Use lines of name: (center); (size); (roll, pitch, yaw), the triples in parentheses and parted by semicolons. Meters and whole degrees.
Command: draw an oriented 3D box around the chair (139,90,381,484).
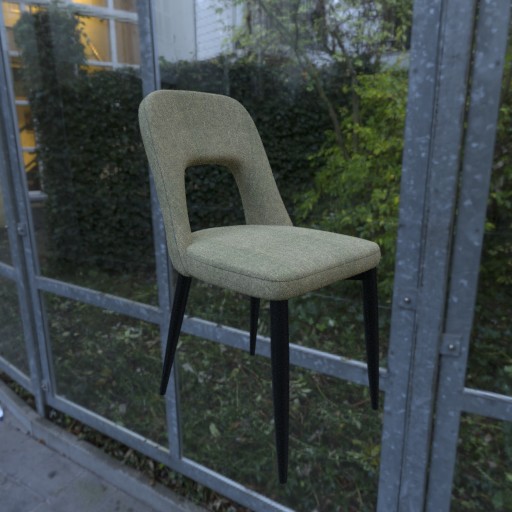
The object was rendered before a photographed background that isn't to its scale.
chair: (0.000, 0.000, 1.274); (0.470, 0.931, 0.612); (-14, 20, -43)
